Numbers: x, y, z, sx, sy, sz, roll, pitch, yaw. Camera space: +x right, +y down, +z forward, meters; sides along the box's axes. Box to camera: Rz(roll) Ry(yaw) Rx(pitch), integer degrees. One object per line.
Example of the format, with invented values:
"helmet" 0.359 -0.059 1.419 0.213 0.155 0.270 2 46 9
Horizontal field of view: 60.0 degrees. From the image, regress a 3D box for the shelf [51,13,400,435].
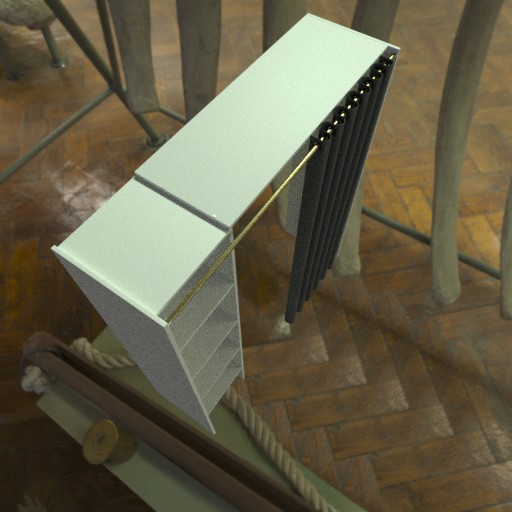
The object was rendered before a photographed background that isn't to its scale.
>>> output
"shelf" 0.000 0.000 2.461 0.500 1.810 1.600 30 64 17
